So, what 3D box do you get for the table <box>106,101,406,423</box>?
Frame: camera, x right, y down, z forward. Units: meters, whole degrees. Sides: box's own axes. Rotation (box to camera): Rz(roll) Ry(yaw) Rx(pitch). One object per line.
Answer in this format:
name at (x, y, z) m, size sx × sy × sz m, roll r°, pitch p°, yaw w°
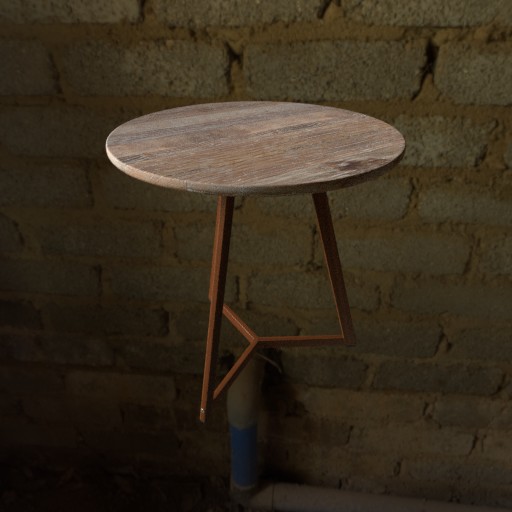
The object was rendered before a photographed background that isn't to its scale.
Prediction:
table at (0.000, 0.000, 0.894) m, size 0.500 × 0.500 × 0.500 m, roll 0°, pitch 31°, yaw 0°
